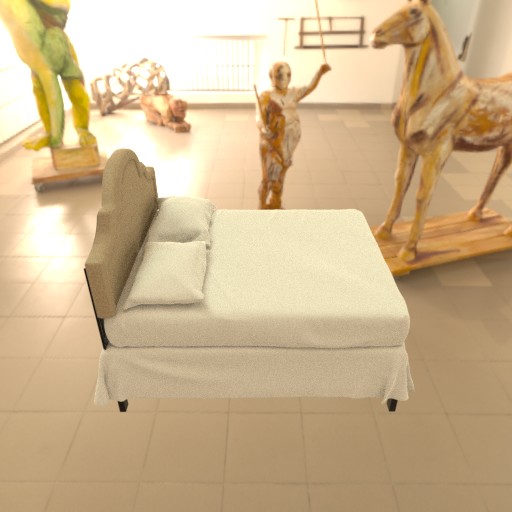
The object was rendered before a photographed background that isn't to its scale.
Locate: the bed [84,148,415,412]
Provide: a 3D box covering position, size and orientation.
[{"bbox_3d":[0.000,0.000,3.415,2.222,1.634,1.780,0,32,0],"label":"bed"}]
